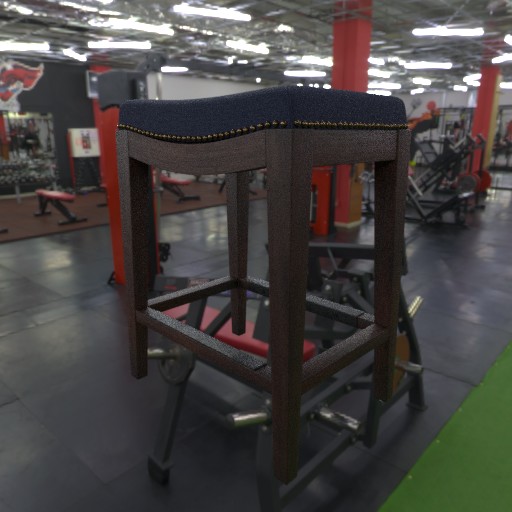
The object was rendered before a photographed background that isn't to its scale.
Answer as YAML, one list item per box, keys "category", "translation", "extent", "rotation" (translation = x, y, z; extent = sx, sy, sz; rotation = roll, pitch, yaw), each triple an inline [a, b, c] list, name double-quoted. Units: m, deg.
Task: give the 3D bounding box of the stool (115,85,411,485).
- category: "stool"
  translation: [0.000, 0.000, 0.950]
  extent: [0.500, 0.642, 0.361]
  rotation: [15, 21, 43]
